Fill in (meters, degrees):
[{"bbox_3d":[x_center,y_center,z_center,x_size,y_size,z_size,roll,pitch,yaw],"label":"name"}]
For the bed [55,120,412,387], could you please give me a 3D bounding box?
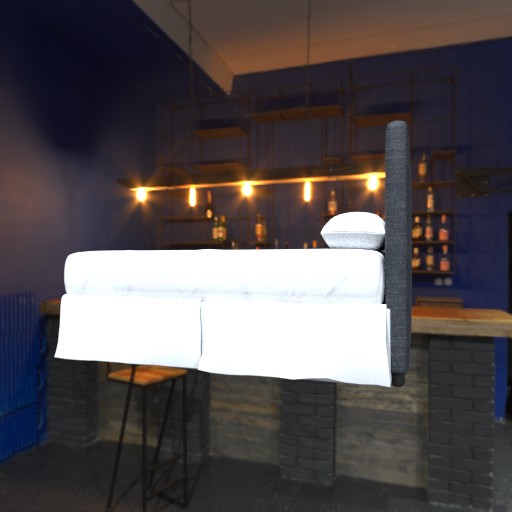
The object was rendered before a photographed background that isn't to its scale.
[{"bbox_3d":[0.000,0.000,3.231,2.142,1.330,1.723,0,0,20],"label":"bed"}]
